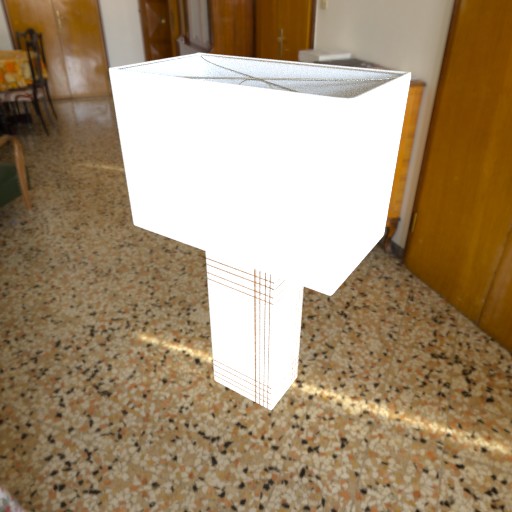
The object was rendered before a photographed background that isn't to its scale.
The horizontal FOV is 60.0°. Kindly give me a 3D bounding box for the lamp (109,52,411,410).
[{"bbox_3d":[0.000,0.000,0.692,0.334,0.543,0.182,19,36,28],"label":"lamp"}]
